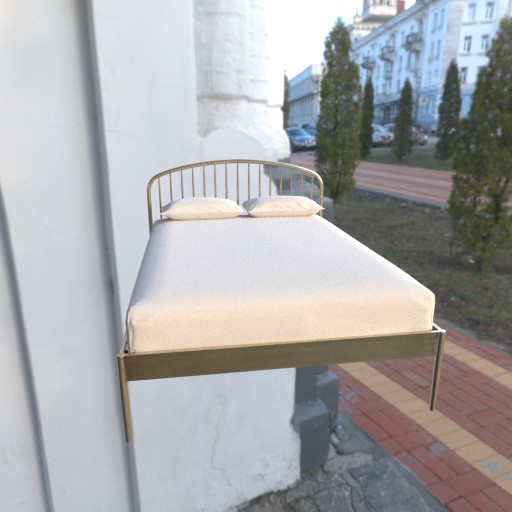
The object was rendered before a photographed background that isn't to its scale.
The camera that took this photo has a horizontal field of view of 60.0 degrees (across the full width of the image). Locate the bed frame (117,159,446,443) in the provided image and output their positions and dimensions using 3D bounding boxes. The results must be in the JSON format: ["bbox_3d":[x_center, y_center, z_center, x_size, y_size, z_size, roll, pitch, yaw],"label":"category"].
[{"bbox_3d":[0.000,0.000,3.095,1.612,1.175,2.152,-3,17,-9],"label":"bed frame"}]
